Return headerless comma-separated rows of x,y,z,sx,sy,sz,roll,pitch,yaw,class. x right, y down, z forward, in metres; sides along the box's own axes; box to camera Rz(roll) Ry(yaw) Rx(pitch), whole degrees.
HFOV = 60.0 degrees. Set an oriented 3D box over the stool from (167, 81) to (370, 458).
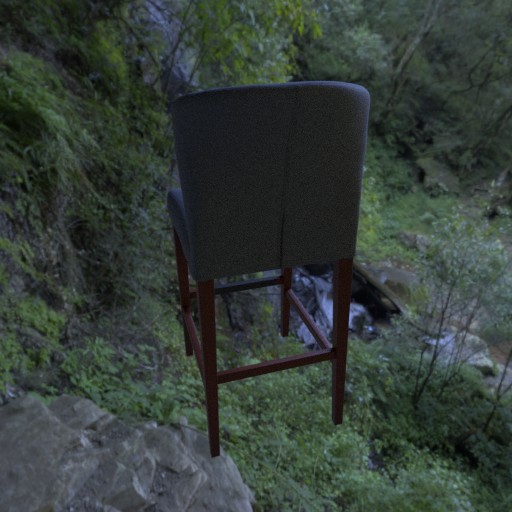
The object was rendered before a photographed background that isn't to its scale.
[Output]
0.000,0.000,1.378,0.481,1.069,0.568,-8,29,-15,stool
